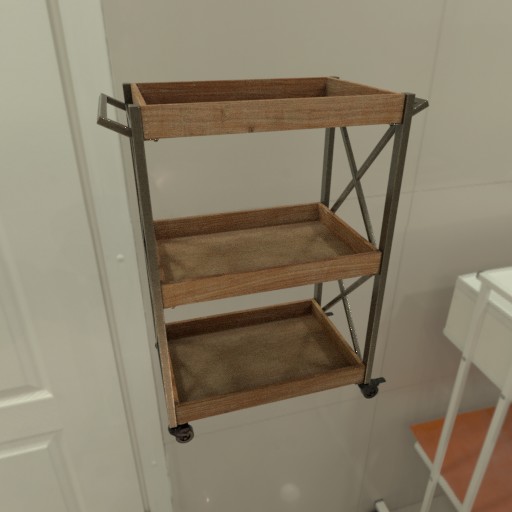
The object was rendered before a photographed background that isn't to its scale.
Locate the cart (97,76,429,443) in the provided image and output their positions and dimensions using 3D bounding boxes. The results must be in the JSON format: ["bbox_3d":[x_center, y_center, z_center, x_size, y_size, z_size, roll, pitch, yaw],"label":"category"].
[{"bbox_3d":[0.000,0.000,1.169,0.673,0.835,0.377,-8,29,-15],"label":"cart"}]
